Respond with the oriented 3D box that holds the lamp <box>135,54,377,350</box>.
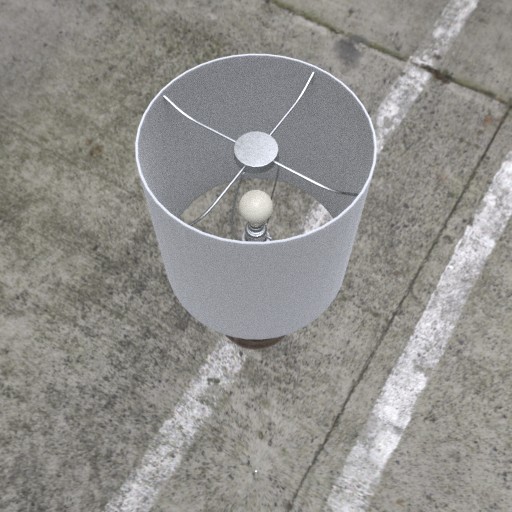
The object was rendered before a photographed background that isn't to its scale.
[{"bbox_3d":[0.000,0.000,0.468,0.186,0.369,0.186,0,64,0],"label":"lamp"}]
